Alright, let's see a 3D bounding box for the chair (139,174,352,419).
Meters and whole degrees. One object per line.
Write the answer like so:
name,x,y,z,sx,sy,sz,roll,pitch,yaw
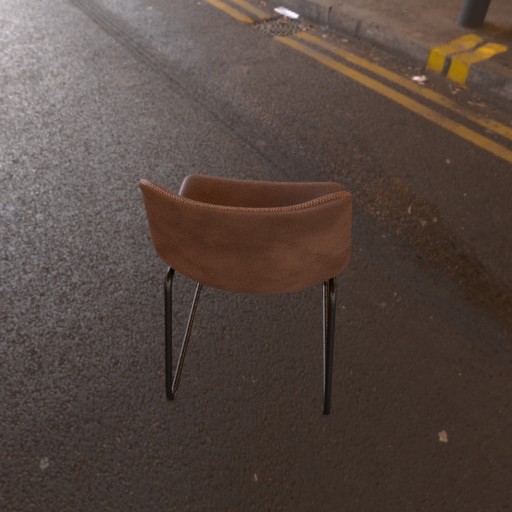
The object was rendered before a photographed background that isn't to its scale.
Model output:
chair,0.000,0.000,1.132,0.460,0.780,0.551,4,46,4
